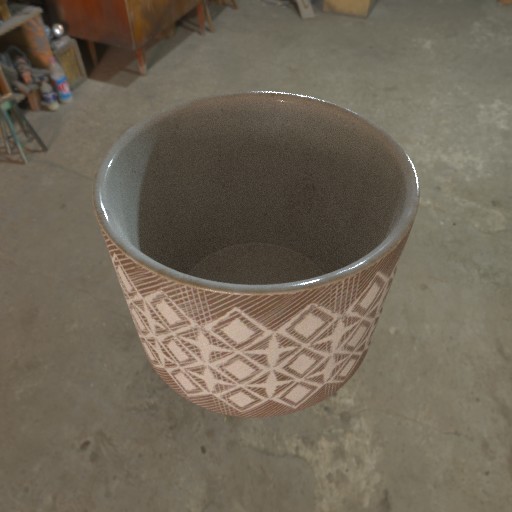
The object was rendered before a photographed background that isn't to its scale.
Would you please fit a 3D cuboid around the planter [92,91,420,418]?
[{"bbox_3d":[0.000,0.000,0.214,0.126,0.104,0.126,0,47,0],"label":"planter"}]
